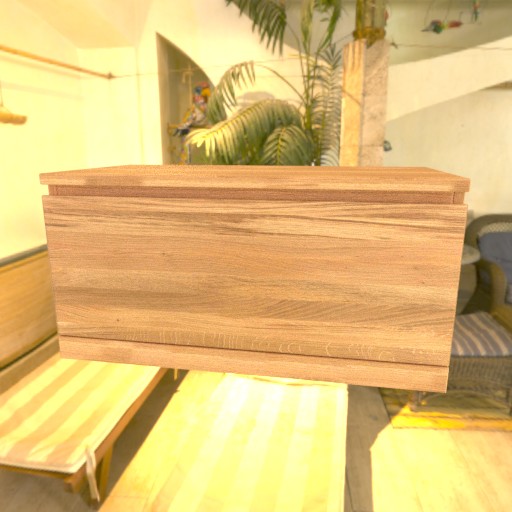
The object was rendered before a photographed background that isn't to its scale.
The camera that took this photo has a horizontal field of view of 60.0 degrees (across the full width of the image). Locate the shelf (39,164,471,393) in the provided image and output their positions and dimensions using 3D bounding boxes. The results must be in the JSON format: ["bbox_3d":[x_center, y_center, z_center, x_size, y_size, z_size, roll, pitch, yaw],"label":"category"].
[{"bbox_3d":[0.000,0.000,1.045,0.800,0.400,0.400,3,14,10],"label":"shelf"}]
